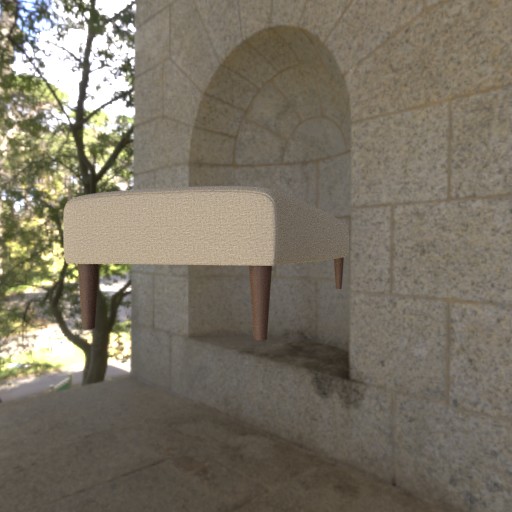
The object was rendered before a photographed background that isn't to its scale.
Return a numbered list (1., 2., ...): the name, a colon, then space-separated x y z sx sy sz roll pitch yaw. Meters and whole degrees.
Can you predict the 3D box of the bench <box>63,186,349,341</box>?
1. bench: 0.000 0.000 1.893 0.646 0.393 1.609 0 1 18
